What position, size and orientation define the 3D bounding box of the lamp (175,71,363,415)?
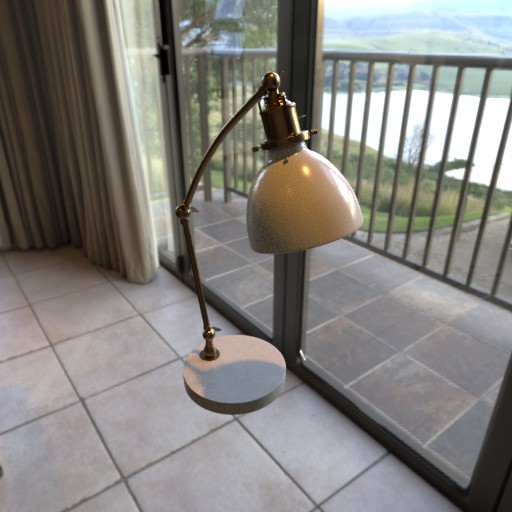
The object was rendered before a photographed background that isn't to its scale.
[{"bbox_3d":[0.000,0.000,0.676,0.317,0.522,0.186,17,31,31],"label":"lamp"}]
